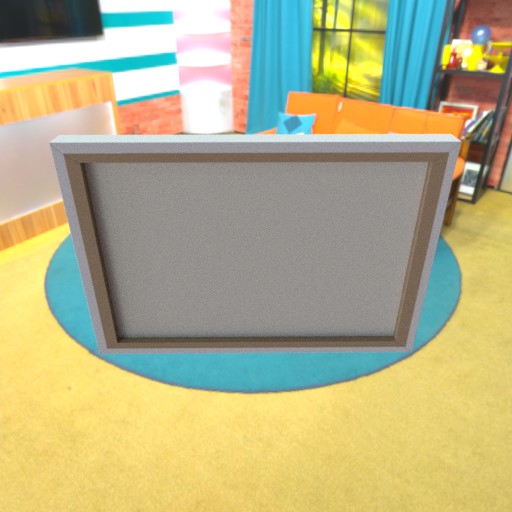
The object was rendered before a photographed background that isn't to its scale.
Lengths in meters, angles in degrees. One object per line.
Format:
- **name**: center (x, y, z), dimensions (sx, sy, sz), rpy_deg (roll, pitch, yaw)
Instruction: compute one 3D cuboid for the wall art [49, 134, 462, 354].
- **wall art**: center (0.000, 0.000, 0.776), dimensions (0.608, 0.414, 0.042), rpy_deg (0, 30, 0)
